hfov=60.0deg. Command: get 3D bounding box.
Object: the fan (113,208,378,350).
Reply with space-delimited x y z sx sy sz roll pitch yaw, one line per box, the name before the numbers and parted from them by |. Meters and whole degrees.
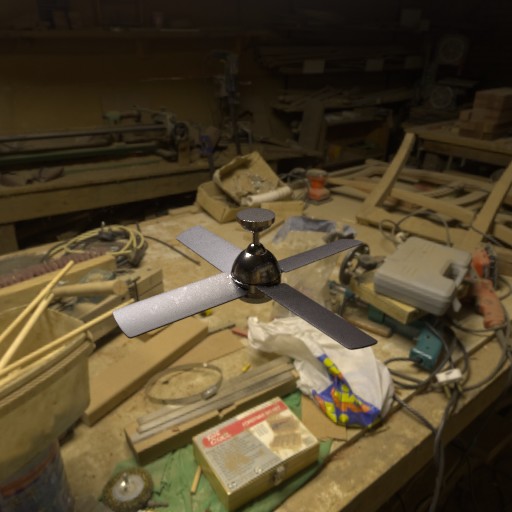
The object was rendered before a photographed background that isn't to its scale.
fan | 0.000 0.000 2.025 1.332 0.403 1.332 -18 32 -32
